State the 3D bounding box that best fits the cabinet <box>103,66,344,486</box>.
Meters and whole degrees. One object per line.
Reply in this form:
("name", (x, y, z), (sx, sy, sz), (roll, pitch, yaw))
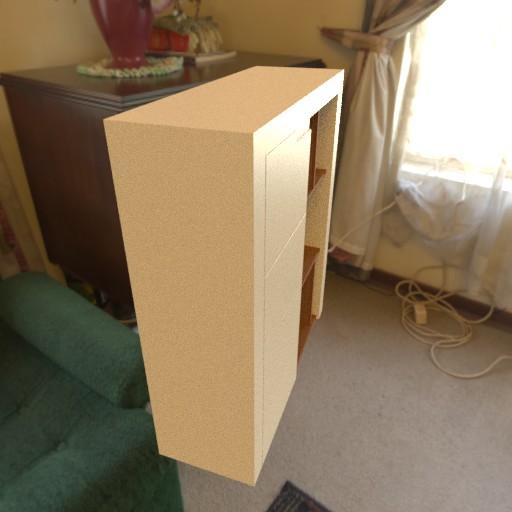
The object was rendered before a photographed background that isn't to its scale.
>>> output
("cabinet", (0.000, 0.000, 1.600), (0.348, 1.150, 0.990), (10, 31, 17))
